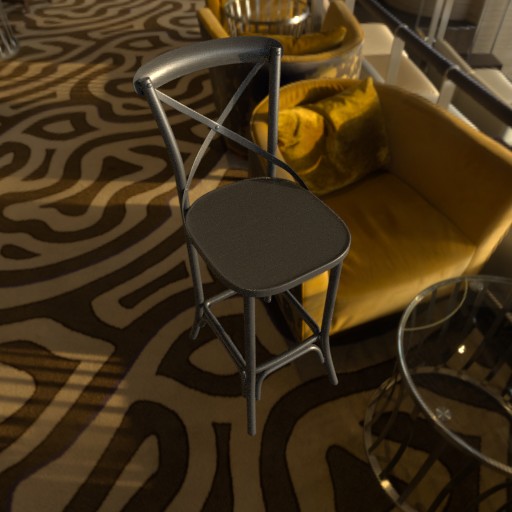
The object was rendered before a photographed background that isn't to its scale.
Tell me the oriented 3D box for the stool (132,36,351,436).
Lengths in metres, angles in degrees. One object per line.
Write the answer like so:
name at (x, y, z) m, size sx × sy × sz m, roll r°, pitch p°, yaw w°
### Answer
stool at (0.000, 0.000, 1.452) m, size 0.457 × 1.168 × 0.584 m, roll -24°, pitch 50°, yaw -22°
